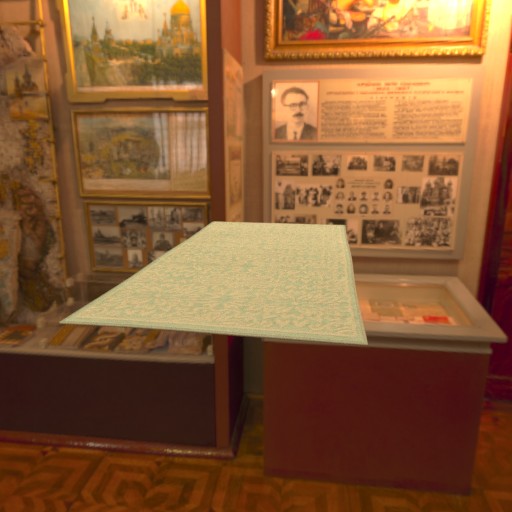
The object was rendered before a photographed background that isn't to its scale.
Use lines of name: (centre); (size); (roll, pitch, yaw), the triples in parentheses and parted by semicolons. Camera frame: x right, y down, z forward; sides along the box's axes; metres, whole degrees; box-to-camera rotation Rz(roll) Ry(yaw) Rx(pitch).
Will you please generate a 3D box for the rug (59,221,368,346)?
rug: (0.000, 0.000, 1.422); (0.604, 0.007, 1.219); (2, 14, 9)
